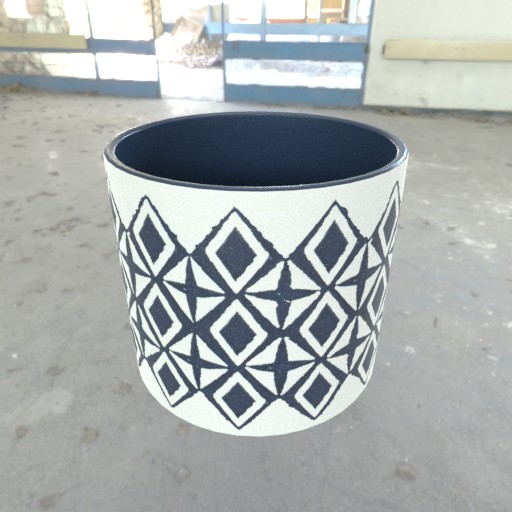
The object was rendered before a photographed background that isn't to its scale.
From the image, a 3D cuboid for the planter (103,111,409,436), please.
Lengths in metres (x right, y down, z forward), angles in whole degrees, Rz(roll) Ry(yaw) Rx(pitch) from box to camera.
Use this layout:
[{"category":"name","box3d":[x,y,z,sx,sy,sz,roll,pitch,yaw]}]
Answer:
[{"category":"planter","box3d":[0.000,0.000,0.385,0.224,0.203,0.224,0,29,0]}]
